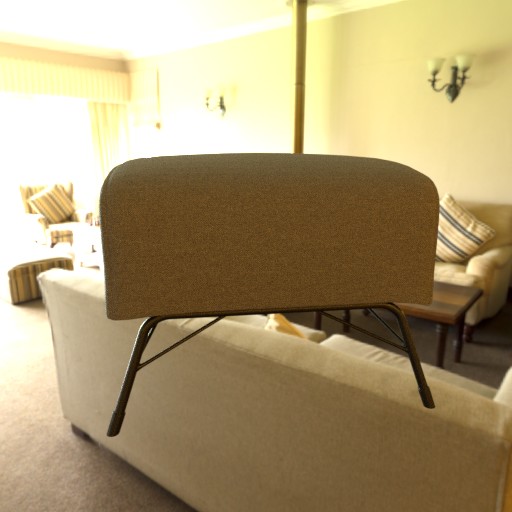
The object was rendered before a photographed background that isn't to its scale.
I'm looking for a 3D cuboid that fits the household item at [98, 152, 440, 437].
[{"bbox_3d":[0.000,0.000,0.902,0.530,0.410,0.530,-2,14,-8],"label":"household item"}]
